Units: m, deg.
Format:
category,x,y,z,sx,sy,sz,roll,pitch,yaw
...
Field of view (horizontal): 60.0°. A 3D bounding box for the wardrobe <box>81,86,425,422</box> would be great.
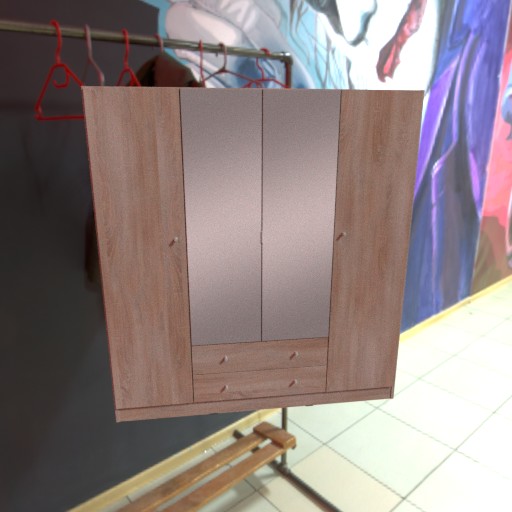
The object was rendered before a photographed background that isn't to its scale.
category,x,y,z,sx,sy,sz,roll,pitch,yaw
wardrobe,0.000,0.000,3.091,1.998,2.159,0.598,-2,17,-8
